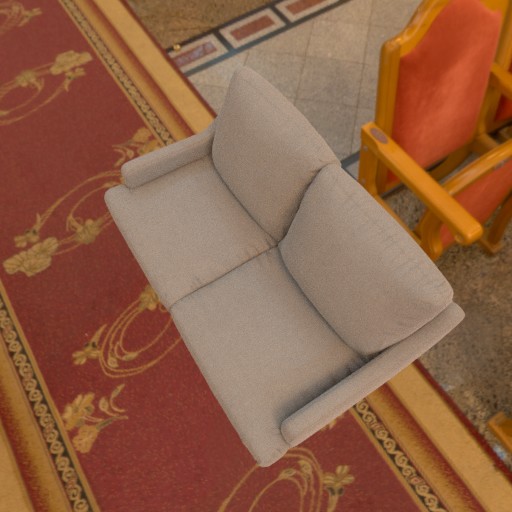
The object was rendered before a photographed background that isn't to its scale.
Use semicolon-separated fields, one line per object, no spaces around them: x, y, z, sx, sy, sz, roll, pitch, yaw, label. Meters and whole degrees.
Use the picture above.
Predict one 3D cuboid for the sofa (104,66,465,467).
0.000;0.000;2.132;0.987;0.921;1.589;-29;66;-15;sofa
